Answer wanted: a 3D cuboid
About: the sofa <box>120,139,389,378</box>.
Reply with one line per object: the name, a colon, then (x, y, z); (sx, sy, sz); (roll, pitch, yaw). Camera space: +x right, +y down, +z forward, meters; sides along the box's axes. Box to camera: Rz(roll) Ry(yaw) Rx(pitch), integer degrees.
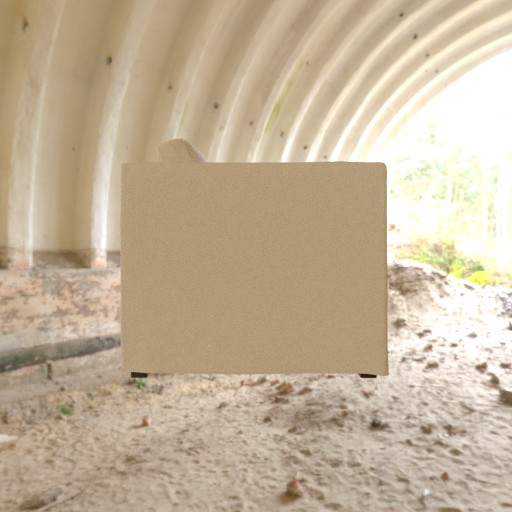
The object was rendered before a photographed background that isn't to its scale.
sofa: (0.000, 0.000, 2.475); (0.940, 0.870, 1.987); (0, -1, 0)
